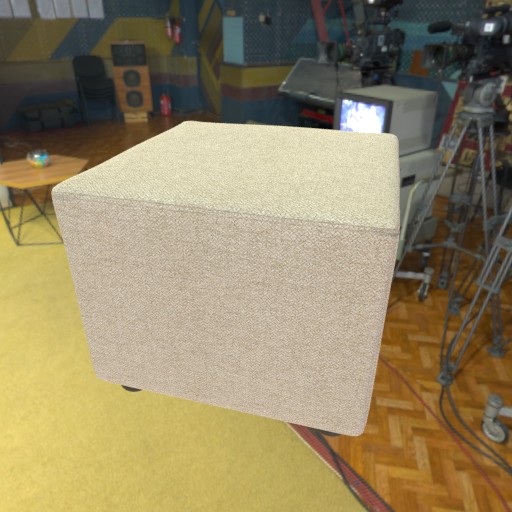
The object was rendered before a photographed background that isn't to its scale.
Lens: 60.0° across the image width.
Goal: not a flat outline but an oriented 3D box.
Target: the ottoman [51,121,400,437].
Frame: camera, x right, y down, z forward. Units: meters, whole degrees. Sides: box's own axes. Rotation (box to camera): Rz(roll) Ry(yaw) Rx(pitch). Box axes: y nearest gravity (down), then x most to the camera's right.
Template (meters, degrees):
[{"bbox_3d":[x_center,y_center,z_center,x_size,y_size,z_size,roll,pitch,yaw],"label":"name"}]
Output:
[{"bbox_3d":[0.000,0.000,0.890,0.508,0.432,0.508,8,30,14],"label":"ottoman"}]
